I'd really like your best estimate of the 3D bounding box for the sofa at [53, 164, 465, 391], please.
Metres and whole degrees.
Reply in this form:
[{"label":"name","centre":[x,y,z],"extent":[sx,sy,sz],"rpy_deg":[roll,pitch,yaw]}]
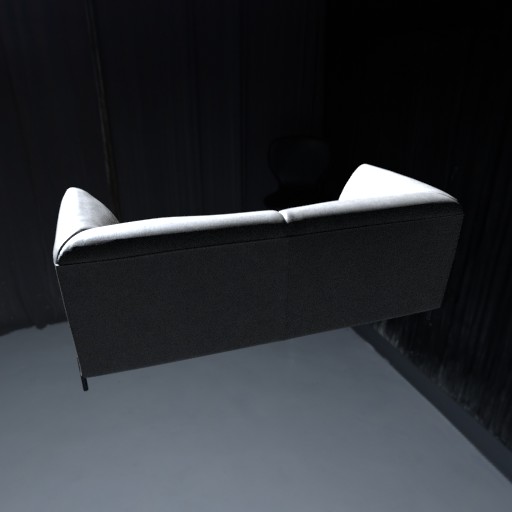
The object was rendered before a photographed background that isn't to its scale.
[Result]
[{"label":"sofa","centre":[0.000,0.000,2.375],"extent":[1.878,0.747,0.905],"rpy_deg":[-8,25,-17]}]
